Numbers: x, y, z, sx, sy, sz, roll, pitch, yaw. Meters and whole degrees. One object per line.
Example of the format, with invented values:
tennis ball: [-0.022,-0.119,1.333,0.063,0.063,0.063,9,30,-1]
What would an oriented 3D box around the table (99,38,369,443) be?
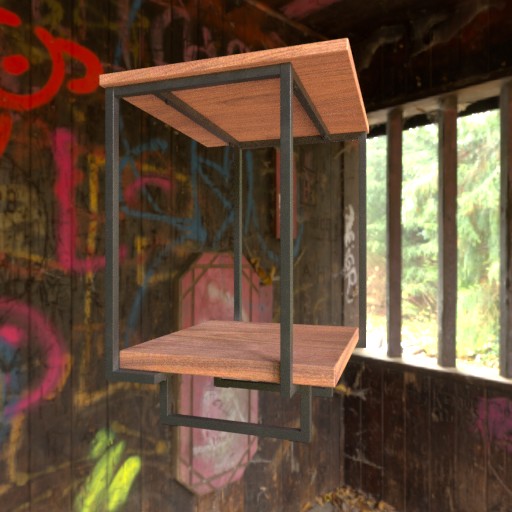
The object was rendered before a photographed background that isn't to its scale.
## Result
table: [0.000,0.000,0.830,0.384,0.567,0.411,0,0,18]
